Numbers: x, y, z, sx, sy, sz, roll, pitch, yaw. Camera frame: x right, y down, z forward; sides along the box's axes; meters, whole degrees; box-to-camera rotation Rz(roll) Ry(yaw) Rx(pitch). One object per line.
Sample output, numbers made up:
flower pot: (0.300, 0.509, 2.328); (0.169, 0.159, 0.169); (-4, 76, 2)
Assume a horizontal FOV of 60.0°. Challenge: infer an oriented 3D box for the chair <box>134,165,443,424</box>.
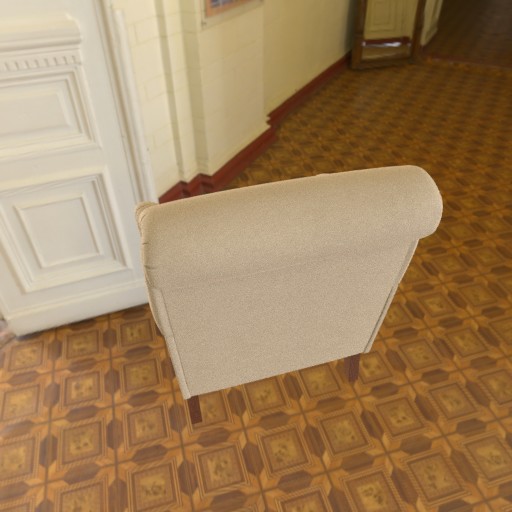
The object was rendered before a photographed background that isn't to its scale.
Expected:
chair: (0.000, 0.000, 1.557); (0.766, 0.942, 0.842); (-11, 42, -13)
